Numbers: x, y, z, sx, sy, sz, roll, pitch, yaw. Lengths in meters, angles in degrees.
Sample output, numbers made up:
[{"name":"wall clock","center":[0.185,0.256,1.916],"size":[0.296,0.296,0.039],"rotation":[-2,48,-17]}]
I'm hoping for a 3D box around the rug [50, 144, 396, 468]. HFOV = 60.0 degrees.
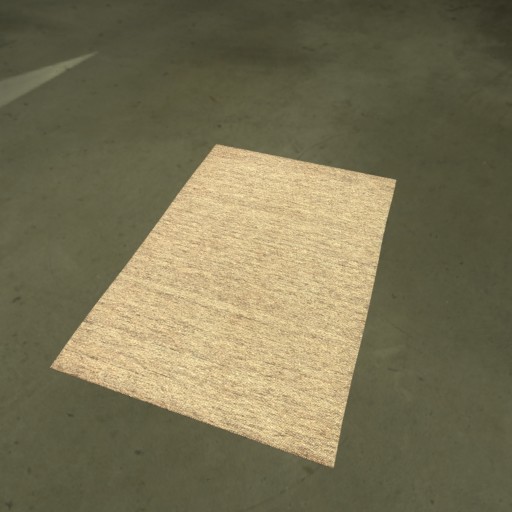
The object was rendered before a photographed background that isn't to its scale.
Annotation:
[{"name":"rug","center":[0.000,0.000,2.932],"size":[1.547,0.013,2.283],"rotation":[14,48,13]}]
